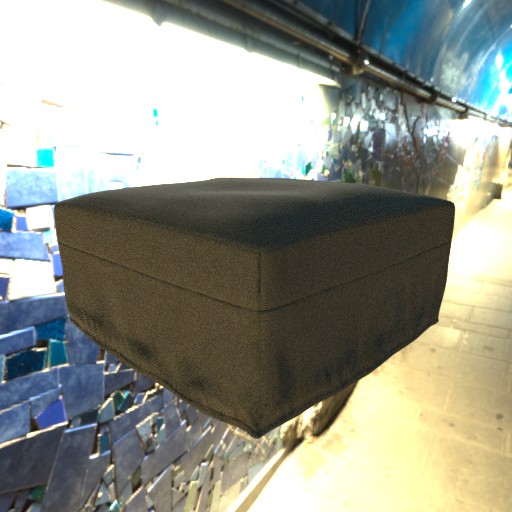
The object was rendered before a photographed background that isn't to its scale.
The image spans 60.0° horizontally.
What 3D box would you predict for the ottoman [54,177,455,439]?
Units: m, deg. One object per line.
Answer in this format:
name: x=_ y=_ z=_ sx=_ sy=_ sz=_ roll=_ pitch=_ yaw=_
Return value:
ottoman: x=0.000 y=0.000 z=1.301 sx=0.840 sy=0.436 sz=0.843 roll=13 pitch=19 yaw=43
